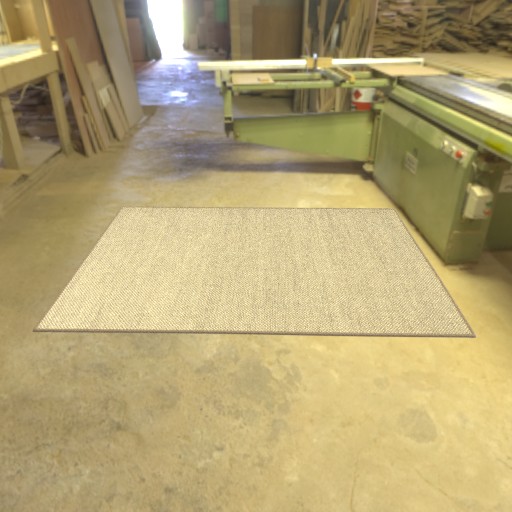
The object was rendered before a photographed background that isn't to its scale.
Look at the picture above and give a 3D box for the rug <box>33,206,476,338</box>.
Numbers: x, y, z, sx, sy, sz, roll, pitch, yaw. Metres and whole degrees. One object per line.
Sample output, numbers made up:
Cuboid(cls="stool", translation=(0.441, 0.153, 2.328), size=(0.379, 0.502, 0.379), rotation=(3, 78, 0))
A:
Cuboid(cls="rug", translation=(0.000, 0.000, 2.759), size=(2.115, 0.013, 1.517), rotation=(1, 29, 1))
